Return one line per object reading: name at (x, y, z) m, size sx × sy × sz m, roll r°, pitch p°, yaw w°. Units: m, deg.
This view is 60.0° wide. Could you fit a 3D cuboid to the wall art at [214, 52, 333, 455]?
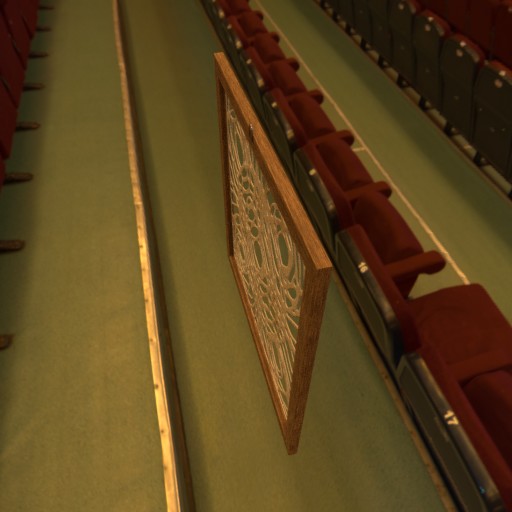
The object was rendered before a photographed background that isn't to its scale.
wall art at (0.000, 0.000, 0.853) m, size 0.021 × 0.576 × 0.561 m, roll -11°, pitch 48°, yaw -10°
